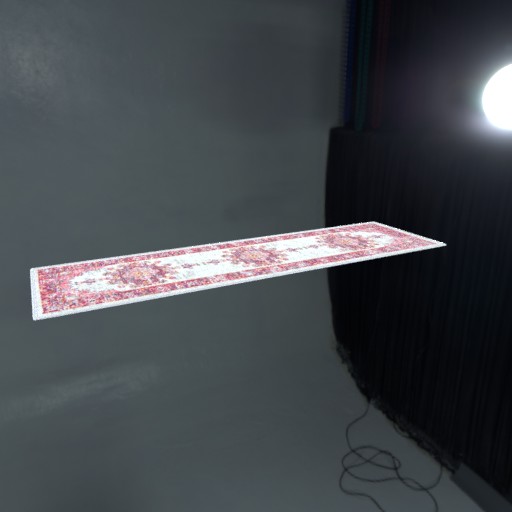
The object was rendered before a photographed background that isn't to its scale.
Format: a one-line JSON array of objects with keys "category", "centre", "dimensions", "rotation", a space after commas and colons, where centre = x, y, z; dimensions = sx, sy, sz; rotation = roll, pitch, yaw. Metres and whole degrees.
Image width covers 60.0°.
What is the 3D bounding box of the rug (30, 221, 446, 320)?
[{"category": "rug", "centre": [0.000, 0.000, 2.511], "dimensions": [2.294, 0.011, 0.666], "rotation": [-9, 20, -25]}]
